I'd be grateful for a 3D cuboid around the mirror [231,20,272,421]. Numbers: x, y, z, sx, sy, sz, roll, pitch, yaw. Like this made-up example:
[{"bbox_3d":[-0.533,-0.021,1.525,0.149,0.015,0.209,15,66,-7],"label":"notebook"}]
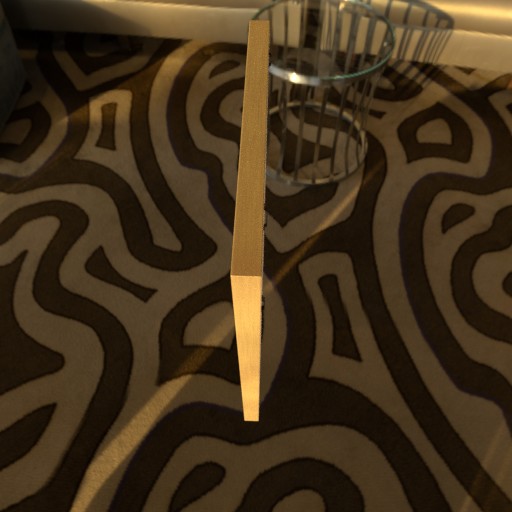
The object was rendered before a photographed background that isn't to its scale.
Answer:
[{"bbox_3d":[0.000,0.000,0.924,0.039,0.710,0.507,2,57,1],"label":"mirror"}]
